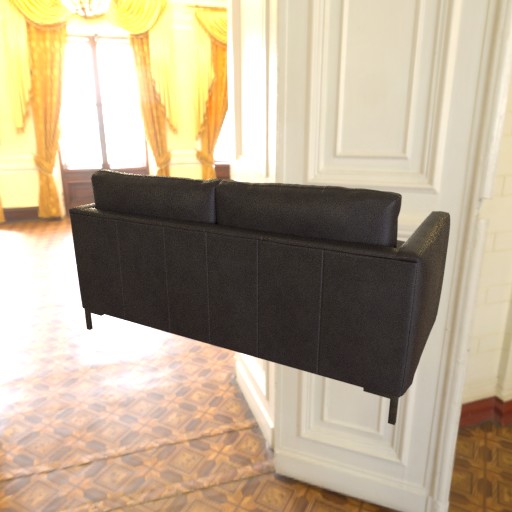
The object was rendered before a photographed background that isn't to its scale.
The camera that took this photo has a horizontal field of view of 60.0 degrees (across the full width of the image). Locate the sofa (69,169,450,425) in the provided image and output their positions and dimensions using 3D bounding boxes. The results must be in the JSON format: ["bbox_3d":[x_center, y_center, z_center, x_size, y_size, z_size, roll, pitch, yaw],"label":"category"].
[{"bbox_3d":[0.000,0.000,2.330,1.805,0.883,0.947,8,19,25],"label":"sofa"}]
